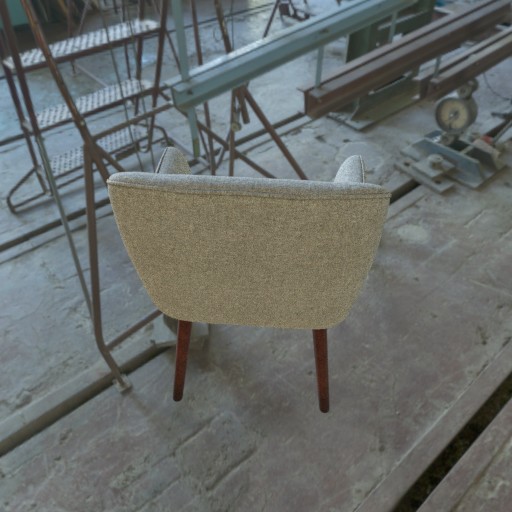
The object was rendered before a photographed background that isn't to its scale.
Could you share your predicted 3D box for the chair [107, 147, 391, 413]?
[{"bbox_3d":[0.000,0.000,1.143,0.543,0.803,0.519,3,46,3],"label":"chair"}]
